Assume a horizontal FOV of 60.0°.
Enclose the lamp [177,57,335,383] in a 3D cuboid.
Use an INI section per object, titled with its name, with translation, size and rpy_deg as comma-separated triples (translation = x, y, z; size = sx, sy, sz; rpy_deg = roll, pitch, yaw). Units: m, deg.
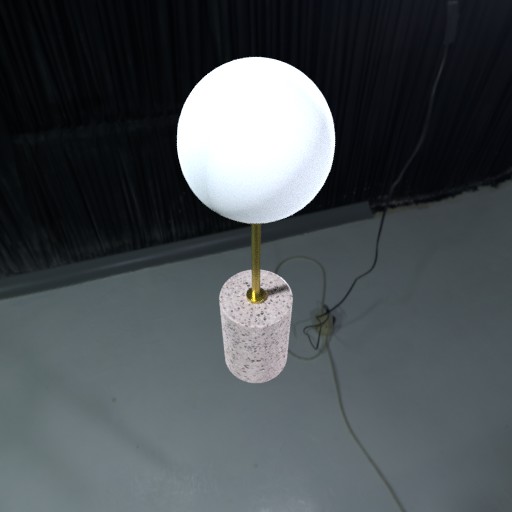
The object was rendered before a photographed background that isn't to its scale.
[lamp]
translation = 0.000, 0.000, 0.556
size = 0.153, 0.480, 0.153
rpy_deg = 0, 47, 0
